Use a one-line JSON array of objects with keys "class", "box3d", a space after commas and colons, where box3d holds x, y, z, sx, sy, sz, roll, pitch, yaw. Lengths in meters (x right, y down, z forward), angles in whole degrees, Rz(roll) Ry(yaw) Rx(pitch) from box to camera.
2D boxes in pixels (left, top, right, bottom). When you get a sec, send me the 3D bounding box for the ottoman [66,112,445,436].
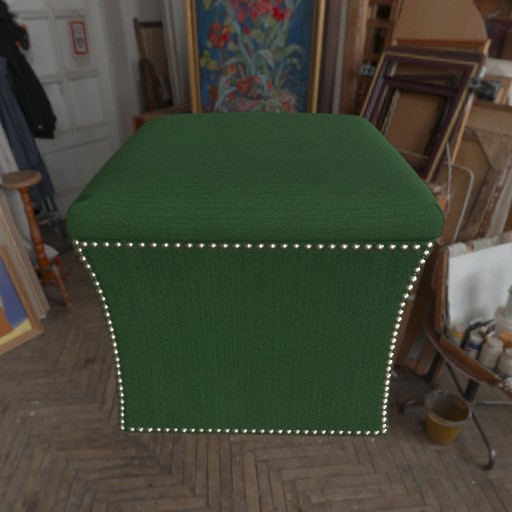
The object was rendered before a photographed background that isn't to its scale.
[{"class": "ottoman", "box3d": [0.000, 0.000, 0.863, 0.507, 0.475, 0.497, 1, 30, 1]}]
